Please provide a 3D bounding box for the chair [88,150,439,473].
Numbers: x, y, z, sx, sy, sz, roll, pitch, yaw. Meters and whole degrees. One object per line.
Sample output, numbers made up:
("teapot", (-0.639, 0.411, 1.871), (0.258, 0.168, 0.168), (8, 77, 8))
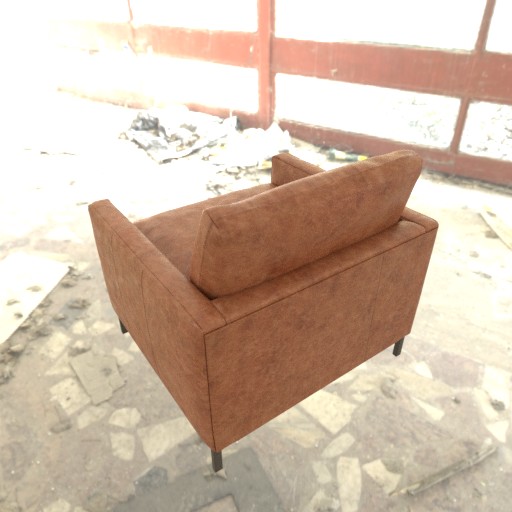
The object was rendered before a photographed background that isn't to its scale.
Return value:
("chair", (0.000, 0.000, 1.666), (0.967, 0.869, 0.862), (-21, 39, -29))
